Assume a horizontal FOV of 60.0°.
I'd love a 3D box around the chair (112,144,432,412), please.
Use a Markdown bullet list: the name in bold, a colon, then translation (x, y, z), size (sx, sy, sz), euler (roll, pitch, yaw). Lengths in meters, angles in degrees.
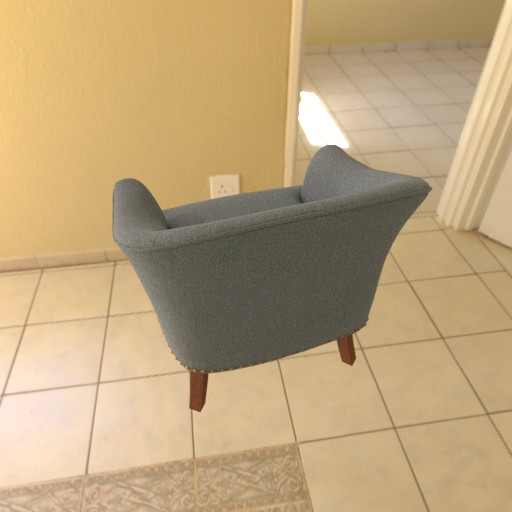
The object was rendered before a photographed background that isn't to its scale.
- **chair**: translation (0.000, 0.000, 1.410), size (0.798, 0.815, 0.704), euler (-12, 43, -14)
